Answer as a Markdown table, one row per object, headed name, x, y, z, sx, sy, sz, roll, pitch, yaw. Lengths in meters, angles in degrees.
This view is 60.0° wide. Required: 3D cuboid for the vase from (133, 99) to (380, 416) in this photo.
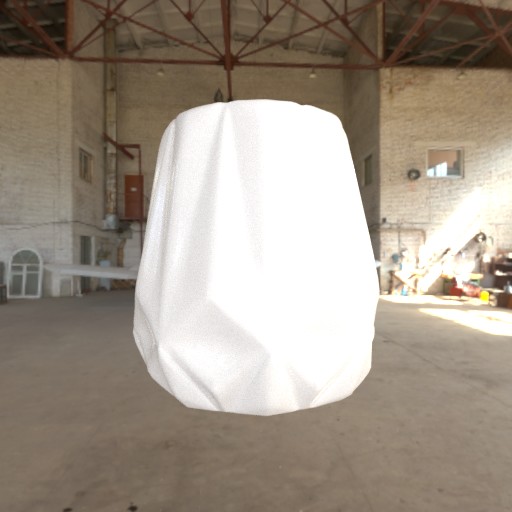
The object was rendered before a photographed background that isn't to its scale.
| name | x | y | z | sx | sy | sz | roll | pitch | yaw |
| --- | --- | --- | --- | --- | --- | --- | --- | --- | --- |
| vase | 0.000 | 0.000 | 0.262 | 0.141 | 0.152 | 0.141 | 0 | 0 | 0 |
